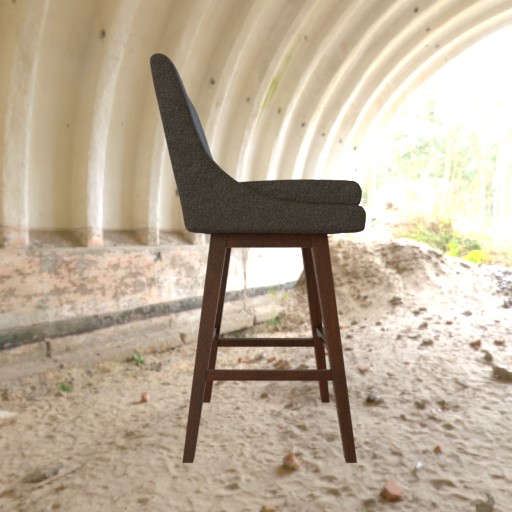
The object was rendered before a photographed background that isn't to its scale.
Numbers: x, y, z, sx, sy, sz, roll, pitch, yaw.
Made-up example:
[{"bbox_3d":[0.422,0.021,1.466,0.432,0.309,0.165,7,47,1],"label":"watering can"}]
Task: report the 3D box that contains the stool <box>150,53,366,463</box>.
[{"bbox_3d":[0.000,0.000,1.363,0.572,1.068,0.489,0,2,0],"label":"stool"}]
